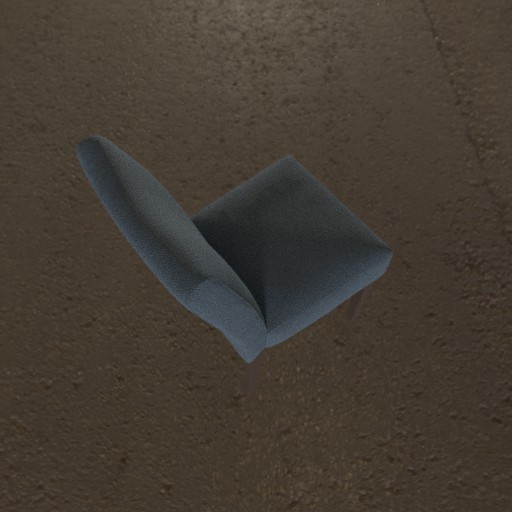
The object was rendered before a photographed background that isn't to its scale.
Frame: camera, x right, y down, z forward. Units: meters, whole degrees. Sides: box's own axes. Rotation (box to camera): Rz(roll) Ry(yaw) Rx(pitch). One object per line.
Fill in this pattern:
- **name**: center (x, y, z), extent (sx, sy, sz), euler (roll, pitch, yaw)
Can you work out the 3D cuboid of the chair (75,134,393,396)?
- **chair**: center (0.000, 0.000, 1.255), extent (0.629, 0.882, 0.487), euler (-32, 64, -18)
